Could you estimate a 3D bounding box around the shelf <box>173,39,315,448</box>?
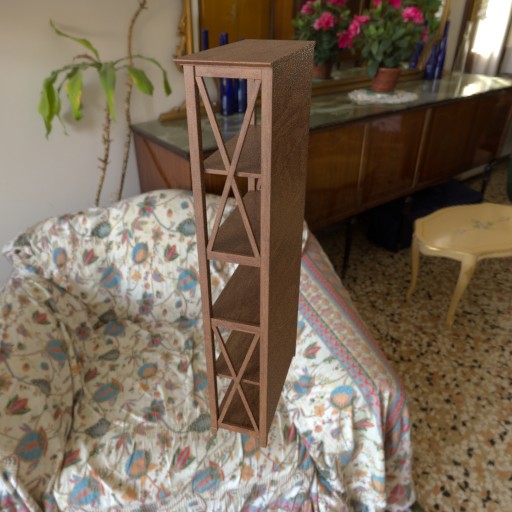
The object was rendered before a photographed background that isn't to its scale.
[{"bbox_3d":[0.000,0.000,2.237,0.335,1.905,0.805,9,31,14],"label":"shelf"}]
